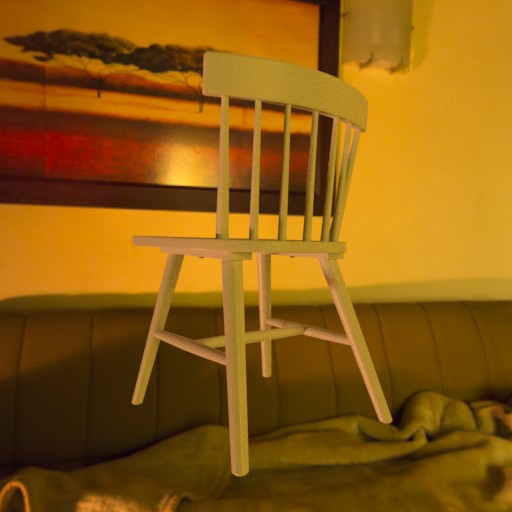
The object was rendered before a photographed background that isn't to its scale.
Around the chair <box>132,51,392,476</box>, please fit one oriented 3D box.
[{"bbox_3d":[0.000,0.000,1.114,0.483,0.787,0.500,0,0,-36],"label":"chair"}]
